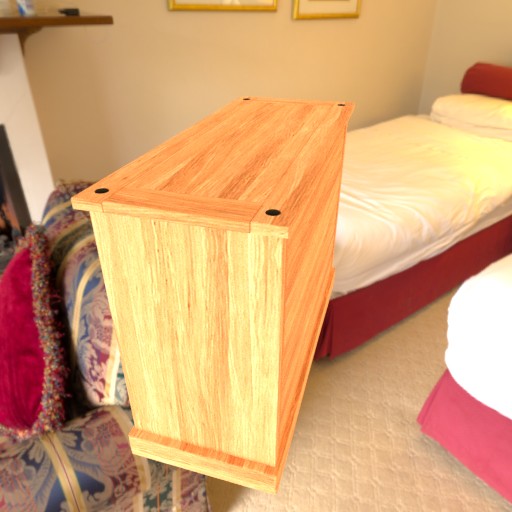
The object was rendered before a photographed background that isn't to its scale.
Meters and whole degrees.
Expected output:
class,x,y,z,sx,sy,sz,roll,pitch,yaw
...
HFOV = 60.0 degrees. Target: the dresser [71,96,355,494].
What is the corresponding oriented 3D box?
class,x,y,z,sx,sy,sz,roll,pitch,yaw
dresser,0.000,0.000,1.353,0.410,0.740,0.990,9,32,14
